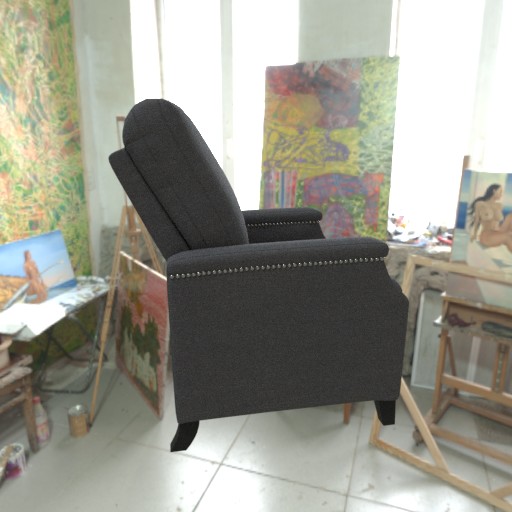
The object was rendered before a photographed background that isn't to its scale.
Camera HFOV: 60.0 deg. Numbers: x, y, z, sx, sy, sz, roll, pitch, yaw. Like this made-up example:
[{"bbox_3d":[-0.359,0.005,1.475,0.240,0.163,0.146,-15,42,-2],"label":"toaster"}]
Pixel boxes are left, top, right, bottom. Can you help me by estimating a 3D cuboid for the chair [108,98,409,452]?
[{"bbox_3d":[0.000,0.000,1.622,0.922,1.049,0.710,-3,15,-10],"label":"chair"}]
